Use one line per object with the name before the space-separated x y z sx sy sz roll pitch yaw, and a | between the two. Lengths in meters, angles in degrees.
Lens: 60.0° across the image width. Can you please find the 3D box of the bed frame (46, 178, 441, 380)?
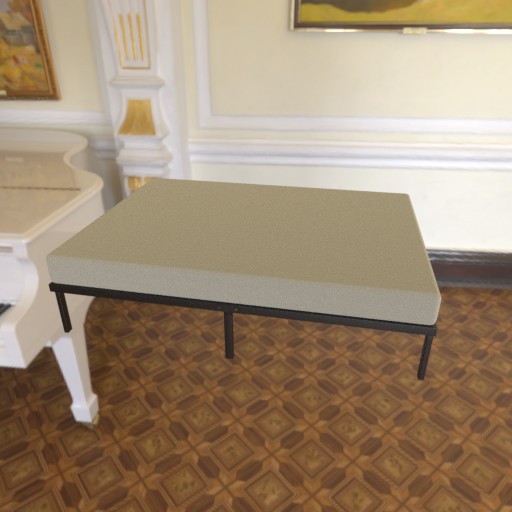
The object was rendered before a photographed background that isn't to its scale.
bed frame | 0.000 0.000 3.791 2.842 0.680 2.205 9 28 17
